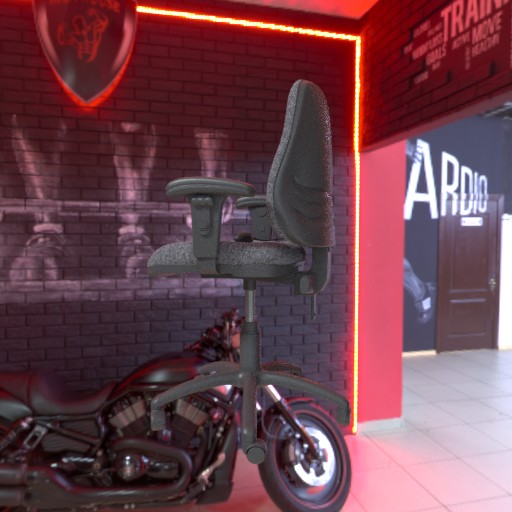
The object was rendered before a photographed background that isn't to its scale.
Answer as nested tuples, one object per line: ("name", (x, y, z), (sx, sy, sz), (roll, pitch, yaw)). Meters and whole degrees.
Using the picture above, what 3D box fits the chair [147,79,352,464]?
("chair", (0.000, 0.000, 1.250), (0.530, 0.910, 0.550), (1, 3, 18))
